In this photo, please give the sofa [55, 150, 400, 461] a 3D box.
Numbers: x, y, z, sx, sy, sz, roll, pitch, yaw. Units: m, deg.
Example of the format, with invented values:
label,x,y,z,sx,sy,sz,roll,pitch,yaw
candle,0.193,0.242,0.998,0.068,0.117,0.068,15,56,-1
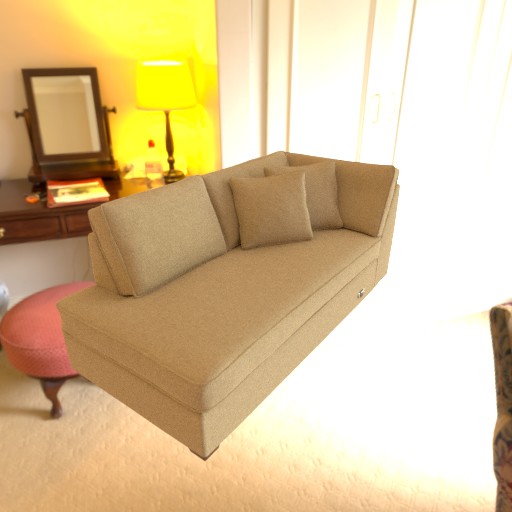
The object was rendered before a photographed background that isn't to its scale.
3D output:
label,x,y,z,sx,sy,sz,roll,pitch,yaw
sofa,0.000,0.000,2.889,1.110,1.033,2.237,18,32,32
